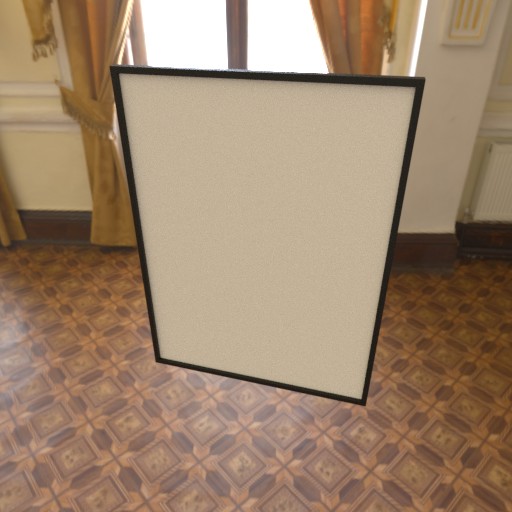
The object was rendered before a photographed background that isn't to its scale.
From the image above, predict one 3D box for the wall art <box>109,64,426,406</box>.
[{"bbox_3d":[0.000,0.000,1.376,0.802,1.070,0.036,8,32,13],"label":"wall art"}]
